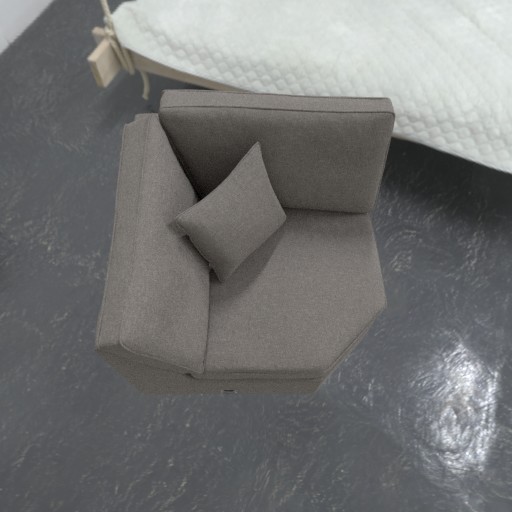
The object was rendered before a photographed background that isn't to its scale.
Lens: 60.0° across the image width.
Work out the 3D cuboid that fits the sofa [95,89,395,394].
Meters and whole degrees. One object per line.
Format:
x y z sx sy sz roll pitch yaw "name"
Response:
0.000 0.000 1.872 1.042 0.951 1.050 1 62 0 "sofa"
